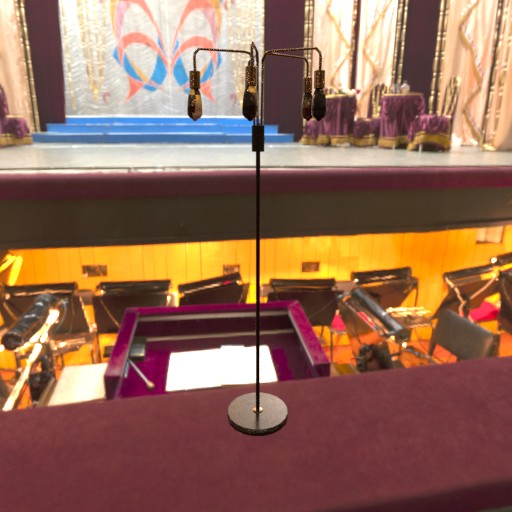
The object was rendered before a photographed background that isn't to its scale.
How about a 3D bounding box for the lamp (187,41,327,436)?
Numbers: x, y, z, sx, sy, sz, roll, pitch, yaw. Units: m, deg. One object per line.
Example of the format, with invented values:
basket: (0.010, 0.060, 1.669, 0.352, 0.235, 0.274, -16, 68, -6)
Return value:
lamp: (0.000, 0.000, 2.034, 0.572, 1.721, 0.599, -3, 17, -9)
